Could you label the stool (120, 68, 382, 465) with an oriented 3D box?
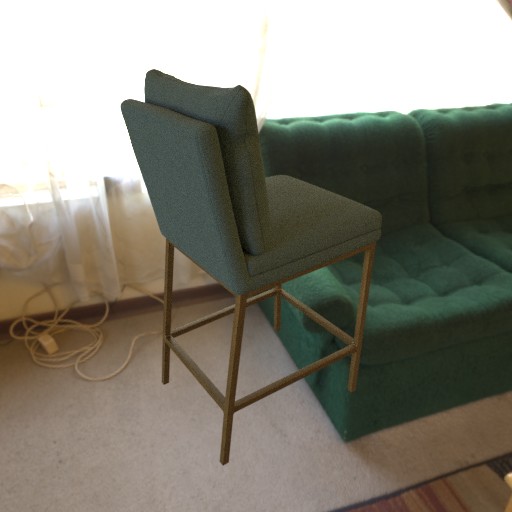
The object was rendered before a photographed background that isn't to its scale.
[{"bbox_3d":[0.000,0.000,1.332,0.568,1.032,0.463,-18,33,-31],"label":"stool"}]
